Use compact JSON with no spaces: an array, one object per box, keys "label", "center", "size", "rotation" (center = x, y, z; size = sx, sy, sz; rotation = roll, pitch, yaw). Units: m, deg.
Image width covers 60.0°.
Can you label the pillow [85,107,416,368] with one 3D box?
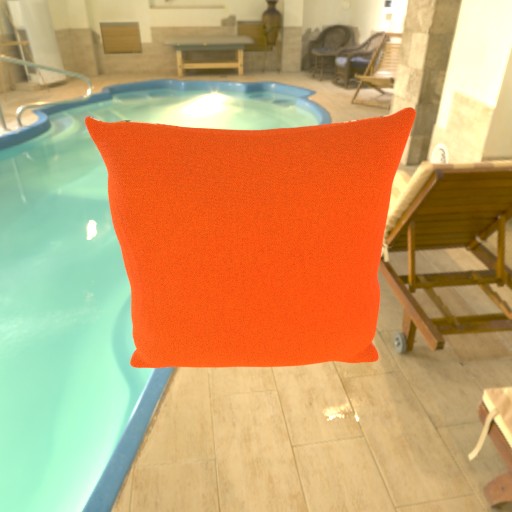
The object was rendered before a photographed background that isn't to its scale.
[{"label":"pillow","center":[0.000,0.000,0.683],"size":[0.440,0.441,0.182],"rotation":[-2,31,-3]}]
